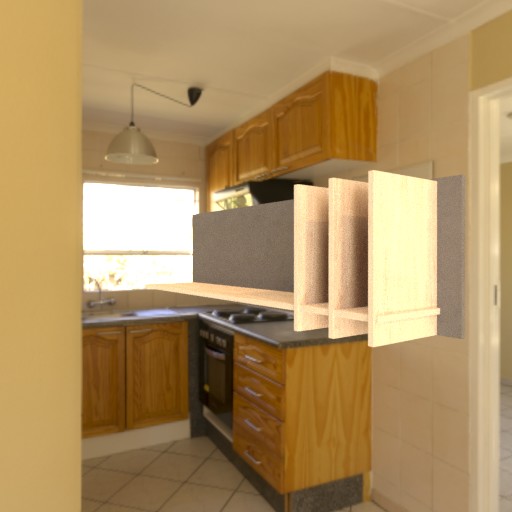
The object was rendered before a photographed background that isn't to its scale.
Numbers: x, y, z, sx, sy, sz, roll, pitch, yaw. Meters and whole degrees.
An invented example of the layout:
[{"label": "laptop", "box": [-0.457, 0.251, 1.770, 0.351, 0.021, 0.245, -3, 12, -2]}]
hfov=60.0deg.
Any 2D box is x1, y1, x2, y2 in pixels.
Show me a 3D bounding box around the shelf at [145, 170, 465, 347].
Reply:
[{"label": "shelf", "box": [0.000, 0.000, 1.163, 0.200, 0.300, 1.020, 0, 0, -37]}]
